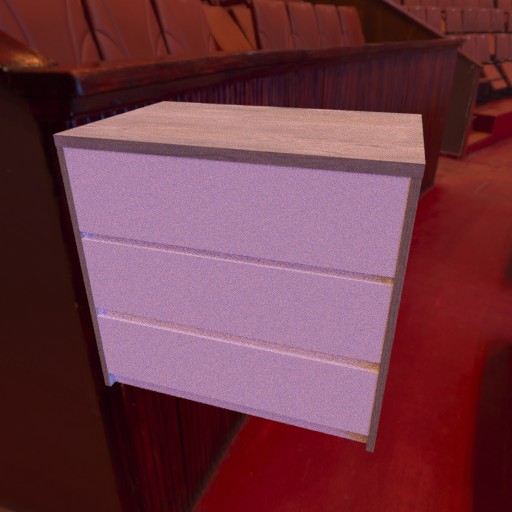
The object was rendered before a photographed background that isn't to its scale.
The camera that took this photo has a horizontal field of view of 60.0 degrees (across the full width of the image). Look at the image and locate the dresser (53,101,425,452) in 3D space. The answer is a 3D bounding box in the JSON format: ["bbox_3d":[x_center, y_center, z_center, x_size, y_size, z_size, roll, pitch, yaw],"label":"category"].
[{"bbox_3d":[0.000,0.000,1.308,0.809,0.762,0.529,8,29,16],"label":"dresser"}]
